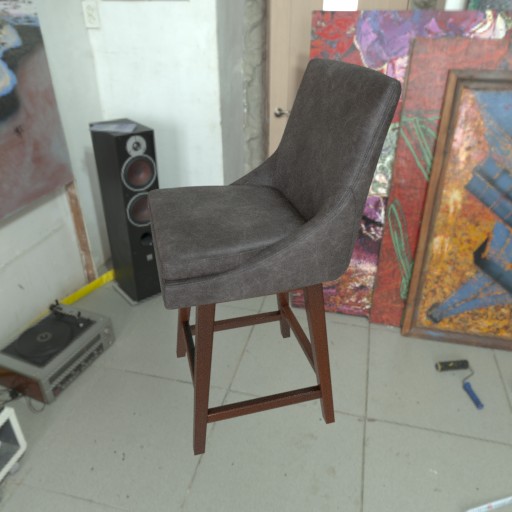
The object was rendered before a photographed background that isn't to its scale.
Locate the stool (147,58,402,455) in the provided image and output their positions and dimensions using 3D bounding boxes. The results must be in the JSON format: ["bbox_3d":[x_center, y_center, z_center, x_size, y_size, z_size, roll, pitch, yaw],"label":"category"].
[{"bbox_3d":[0.000,0.000,1.334,0.587,1.046,0.492,-8,31,-13],"label":"stool"}]
